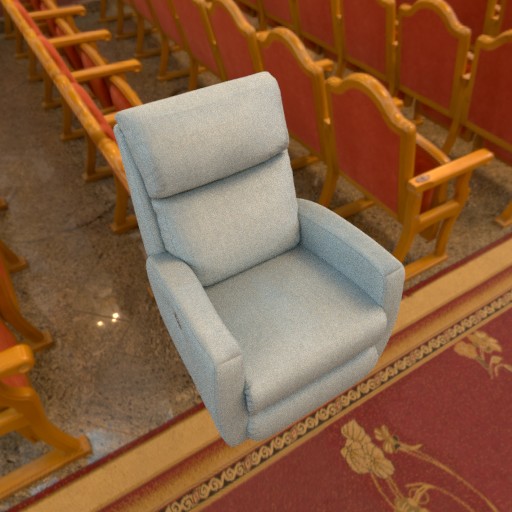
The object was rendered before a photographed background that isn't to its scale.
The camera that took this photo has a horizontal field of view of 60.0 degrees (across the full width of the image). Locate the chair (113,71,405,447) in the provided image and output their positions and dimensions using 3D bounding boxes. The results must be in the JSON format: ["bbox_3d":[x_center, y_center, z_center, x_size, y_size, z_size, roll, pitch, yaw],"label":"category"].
[{"bbox_3d":[0.000,0.000,1.675,0.794,1.016,0.940,-24,52,-21],"label":"chair"}]
